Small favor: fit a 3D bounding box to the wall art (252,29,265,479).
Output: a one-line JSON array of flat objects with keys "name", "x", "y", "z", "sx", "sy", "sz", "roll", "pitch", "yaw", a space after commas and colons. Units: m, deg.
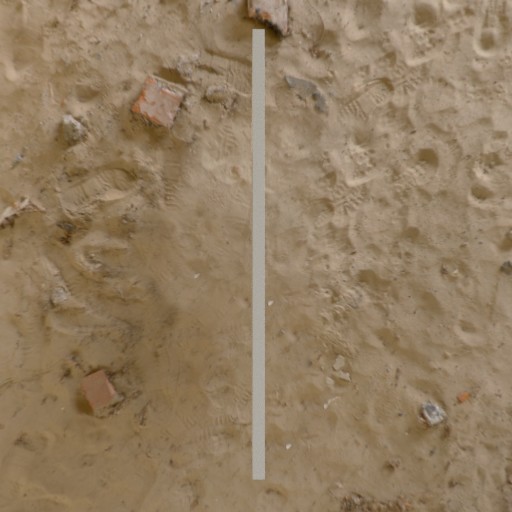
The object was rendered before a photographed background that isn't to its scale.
[{"name": "wall art", "x": 0.000, "y": 0.000, "z": 0.679, "sx": 0.012, "sy": 0.457, "sz": 0.457, "roll": 0, "pitch": 89, "yaw": -1}]
